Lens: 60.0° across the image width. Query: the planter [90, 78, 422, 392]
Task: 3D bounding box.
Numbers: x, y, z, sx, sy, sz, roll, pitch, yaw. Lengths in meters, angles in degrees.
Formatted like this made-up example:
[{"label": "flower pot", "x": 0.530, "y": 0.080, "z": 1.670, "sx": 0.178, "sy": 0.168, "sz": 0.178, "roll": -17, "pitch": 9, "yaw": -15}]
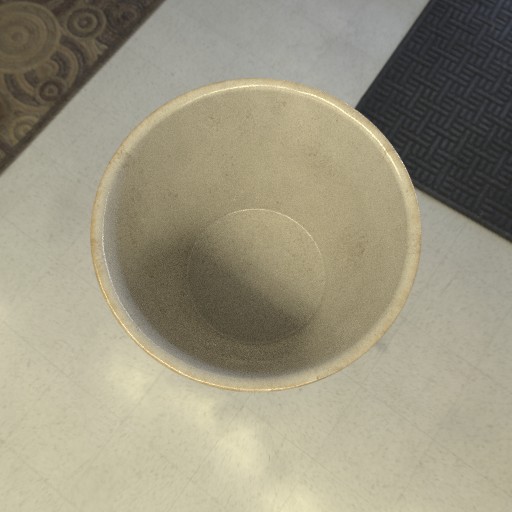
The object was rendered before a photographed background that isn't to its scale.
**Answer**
[{"label": "planter", "x": 0.000, "y": 0.000, "z": 0.337, "sx": 0.192, "sy": 0.165, "sz": 0.192, "roll": 0, "pitch": 75, "yaw": 0}]
